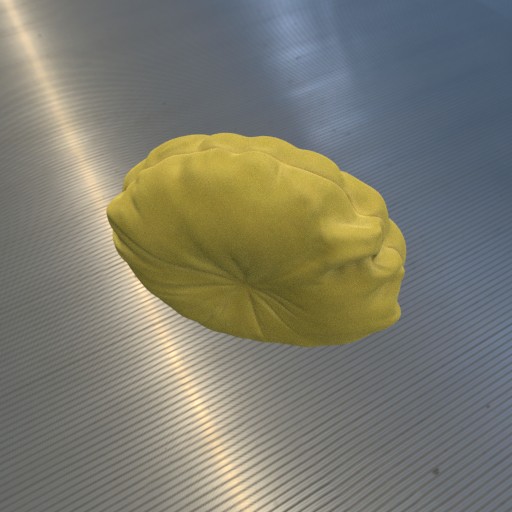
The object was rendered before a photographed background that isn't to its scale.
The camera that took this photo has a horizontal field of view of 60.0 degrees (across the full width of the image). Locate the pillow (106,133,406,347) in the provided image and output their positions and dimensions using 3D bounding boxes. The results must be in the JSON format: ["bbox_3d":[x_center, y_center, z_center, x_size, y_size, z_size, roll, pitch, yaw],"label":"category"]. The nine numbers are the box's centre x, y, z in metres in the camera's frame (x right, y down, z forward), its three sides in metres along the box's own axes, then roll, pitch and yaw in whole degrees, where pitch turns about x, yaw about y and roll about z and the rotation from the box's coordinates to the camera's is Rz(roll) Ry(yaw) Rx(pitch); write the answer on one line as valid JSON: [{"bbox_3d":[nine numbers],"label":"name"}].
[{"bbox_3d":[0.000,0.000,0.641,0.428,0.407,0.148,13,58,8],"label":"pillow"}]
